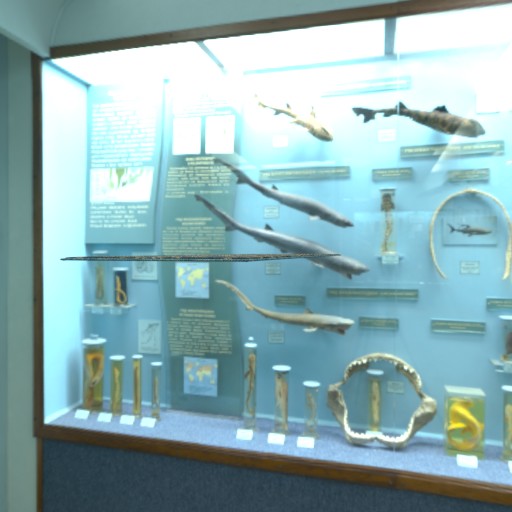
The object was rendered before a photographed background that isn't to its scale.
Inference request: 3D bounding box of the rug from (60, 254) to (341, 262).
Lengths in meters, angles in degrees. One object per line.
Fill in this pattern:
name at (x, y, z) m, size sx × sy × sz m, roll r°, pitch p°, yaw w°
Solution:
rug at (0.000, 0.000, 2.508) m, size 0.685 × 0.014 × 2.292 m, roll 0°, pitch 1°, yaw 18°
